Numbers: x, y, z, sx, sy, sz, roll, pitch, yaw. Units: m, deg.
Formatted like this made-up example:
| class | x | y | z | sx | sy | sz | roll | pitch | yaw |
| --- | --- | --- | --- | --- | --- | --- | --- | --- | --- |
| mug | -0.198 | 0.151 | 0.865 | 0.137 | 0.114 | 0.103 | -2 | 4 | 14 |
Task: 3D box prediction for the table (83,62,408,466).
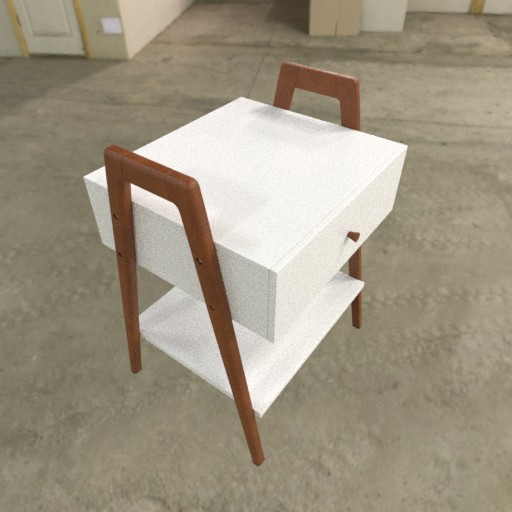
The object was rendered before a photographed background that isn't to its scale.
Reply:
| class | x | y | z | sx | sy | sz | roll | pitch | yaw |
| --- | --- | --- | --- | --- | --- | --- | --- | --- | --- |
| table | 0.000 | 0.000 | 0.896 | 0.405 | 0.610 | 0.457 | 26 | 47 | 27 |
